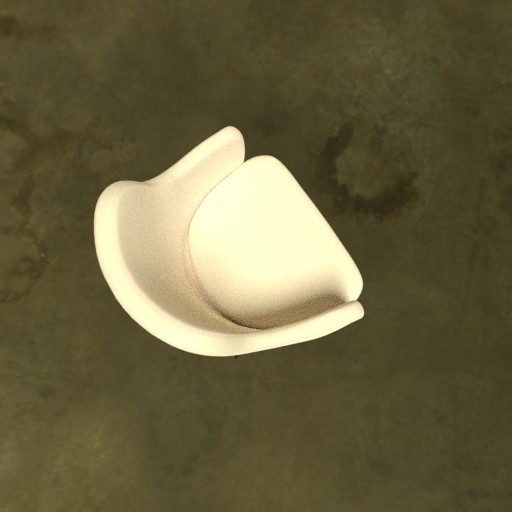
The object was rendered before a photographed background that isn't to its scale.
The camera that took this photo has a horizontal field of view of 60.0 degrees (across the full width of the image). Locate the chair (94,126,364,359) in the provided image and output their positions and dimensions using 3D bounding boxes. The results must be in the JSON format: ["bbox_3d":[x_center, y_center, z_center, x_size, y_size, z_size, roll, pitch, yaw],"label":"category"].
[{"bbox_3d":[0.000,0.000,1.261,0.647,0.819,0.602,-31,77,-8],"label":"chair"}]
